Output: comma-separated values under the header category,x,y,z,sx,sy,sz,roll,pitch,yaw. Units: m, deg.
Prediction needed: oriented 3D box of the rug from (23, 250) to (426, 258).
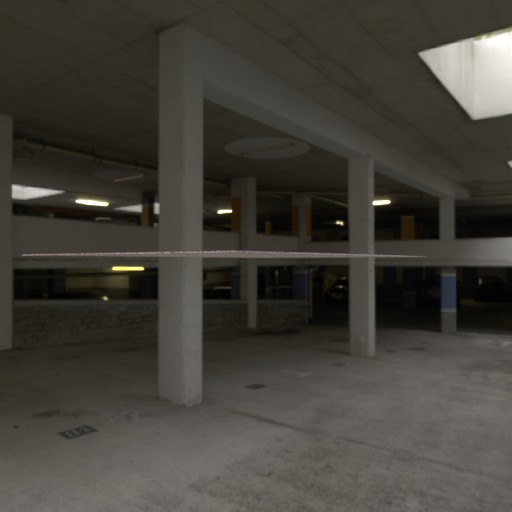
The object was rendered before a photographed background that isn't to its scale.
category,x,y,z,sx,sy,sz,roll,pitch,yaw
rug,0.000,0.000,2.325,1.219,0.005,1.829,0,-1,37
